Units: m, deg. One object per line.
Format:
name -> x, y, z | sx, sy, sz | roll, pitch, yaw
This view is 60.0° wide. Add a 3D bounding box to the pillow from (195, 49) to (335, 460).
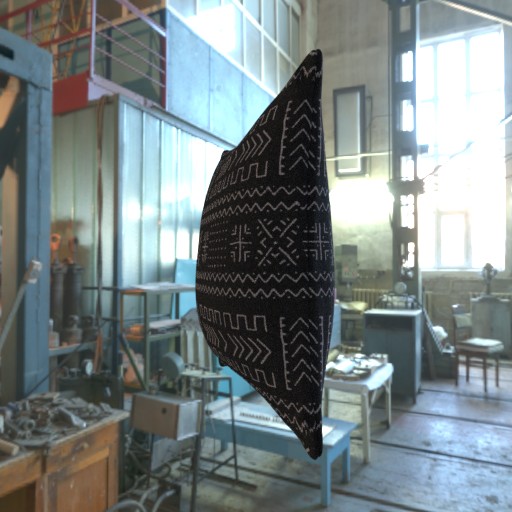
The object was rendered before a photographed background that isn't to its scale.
pillow -> 0.000, 0.000, 0.666 | 0.164, 0.430, 0.438 | 0, -1, -17
